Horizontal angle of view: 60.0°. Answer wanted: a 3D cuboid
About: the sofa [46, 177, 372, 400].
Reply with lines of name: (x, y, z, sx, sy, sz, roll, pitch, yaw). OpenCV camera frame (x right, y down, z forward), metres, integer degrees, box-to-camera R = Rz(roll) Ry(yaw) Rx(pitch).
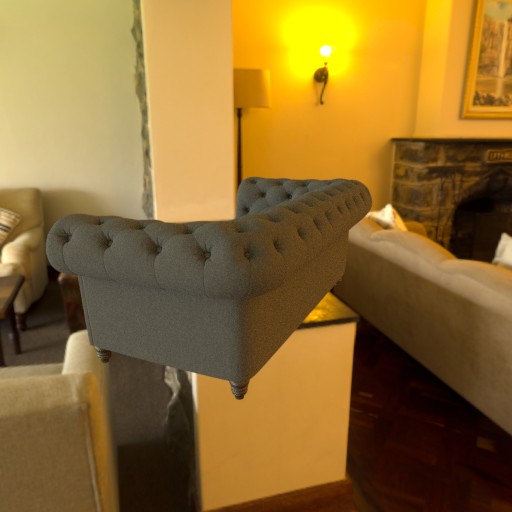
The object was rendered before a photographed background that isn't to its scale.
sofa: (0.000, 0.000, 2.517, 0.986, 0.764, 1.998, 7, 17, 24)
